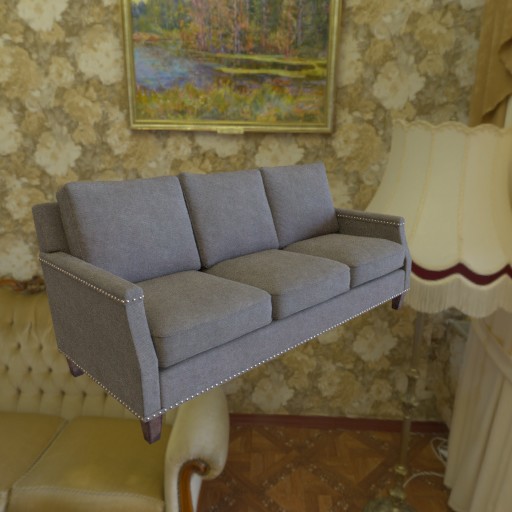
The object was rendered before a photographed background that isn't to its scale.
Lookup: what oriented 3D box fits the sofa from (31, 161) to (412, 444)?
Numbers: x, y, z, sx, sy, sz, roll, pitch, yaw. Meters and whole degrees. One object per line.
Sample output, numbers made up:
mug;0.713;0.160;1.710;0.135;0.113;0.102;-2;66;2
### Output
sofa;0.000;0.000;2.737;2.226;1.042;1.034;-15;21;-43
